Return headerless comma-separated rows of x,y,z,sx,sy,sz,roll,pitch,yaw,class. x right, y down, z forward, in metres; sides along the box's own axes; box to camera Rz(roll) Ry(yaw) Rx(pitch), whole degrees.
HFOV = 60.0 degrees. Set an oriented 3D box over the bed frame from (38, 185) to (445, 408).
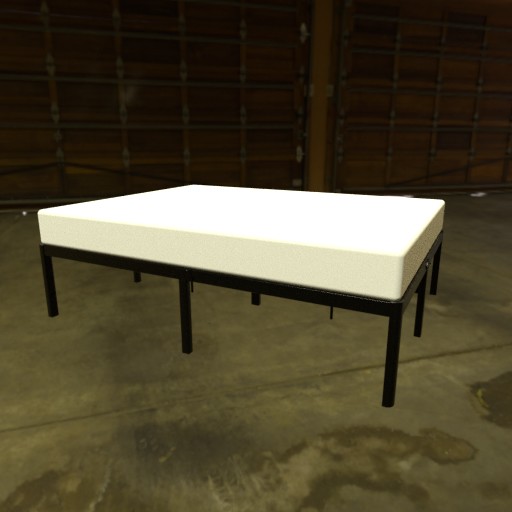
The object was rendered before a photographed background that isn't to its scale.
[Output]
0.000,0.000,2.824,2.072,0.659,1.557,8,17,27,bed frame
